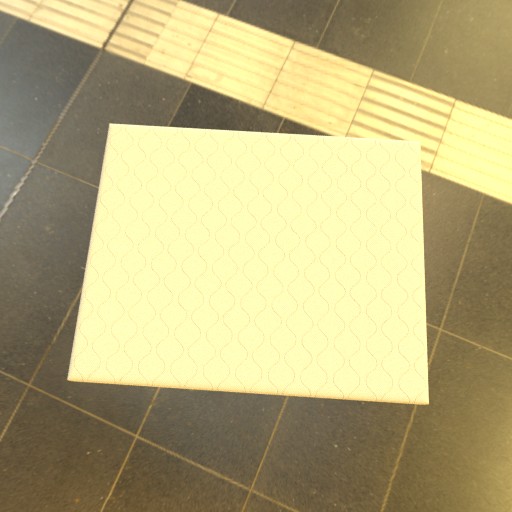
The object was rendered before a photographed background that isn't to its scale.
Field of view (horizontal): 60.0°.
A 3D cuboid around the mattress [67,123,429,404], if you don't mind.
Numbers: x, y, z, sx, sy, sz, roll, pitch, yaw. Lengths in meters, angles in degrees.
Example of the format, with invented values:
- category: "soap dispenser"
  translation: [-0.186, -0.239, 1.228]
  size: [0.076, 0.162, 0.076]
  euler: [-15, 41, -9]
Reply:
- category: "mattress"
  translation: [0.000, 0.000, 2.713]
  size: [2.000, 0.200, 1.600]
  euler: [4, 75, 1]
